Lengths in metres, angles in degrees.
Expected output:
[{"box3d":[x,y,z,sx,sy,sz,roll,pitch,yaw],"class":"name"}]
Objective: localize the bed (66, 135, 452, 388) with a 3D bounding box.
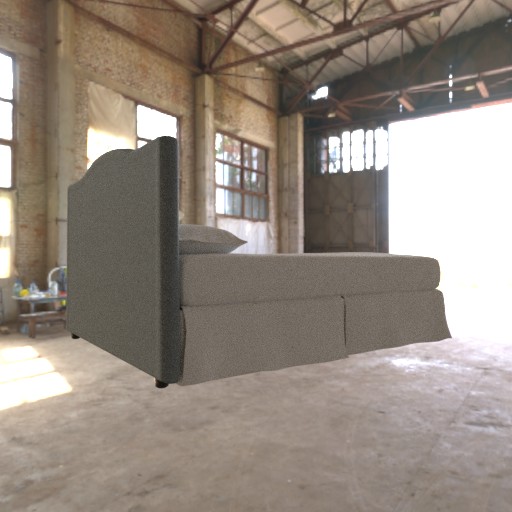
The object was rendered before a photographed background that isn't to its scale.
[{"box3d":[0.000,0.000,3.915,2.689,1.457,2.161,0,0,-36],"class":"bed"}]
